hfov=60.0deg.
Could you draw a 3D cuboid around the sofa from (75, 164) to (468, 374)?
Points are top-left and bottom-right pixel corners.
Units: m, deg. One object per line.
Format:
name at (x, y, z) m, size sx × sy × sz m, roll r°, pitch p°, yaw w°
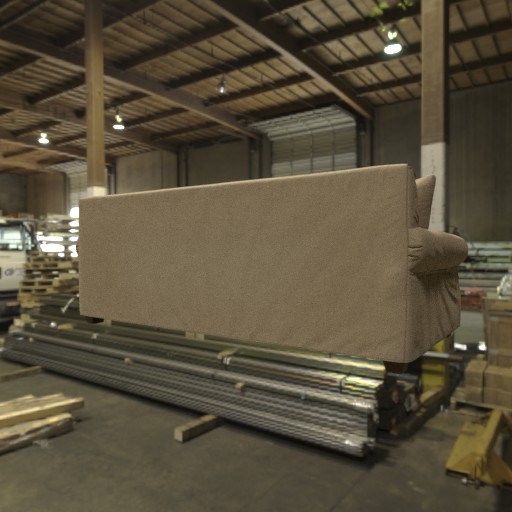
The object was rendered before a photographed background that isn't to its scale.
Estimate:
sofa at (0.000, 0.000, 2.739) m, size 2.285 × 0.904 × 1.067 m, roll 1°, pitch 2°, yaw 35°
